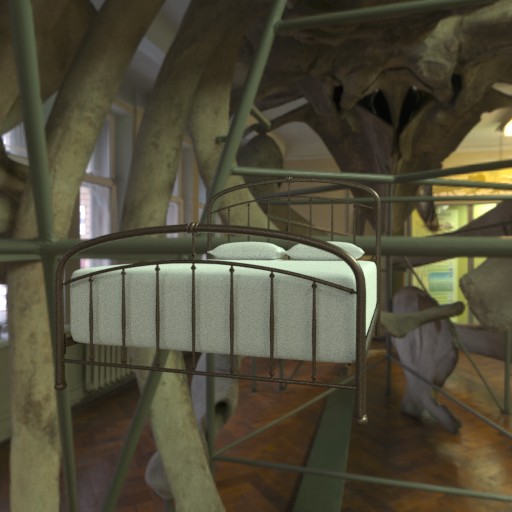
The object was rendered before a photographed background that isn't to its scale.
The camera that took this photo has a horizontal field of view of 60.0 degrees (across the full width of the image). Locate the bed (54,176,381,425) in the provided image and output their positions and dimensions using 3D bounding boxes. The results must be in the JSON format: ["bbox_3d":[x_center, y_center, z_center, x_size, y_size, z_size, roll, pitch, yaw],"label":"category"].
[{"bbox_3d":[0.000,0.000,3.232,1.711,1.475,2.168,0,1,17],"label":"bed"}]
